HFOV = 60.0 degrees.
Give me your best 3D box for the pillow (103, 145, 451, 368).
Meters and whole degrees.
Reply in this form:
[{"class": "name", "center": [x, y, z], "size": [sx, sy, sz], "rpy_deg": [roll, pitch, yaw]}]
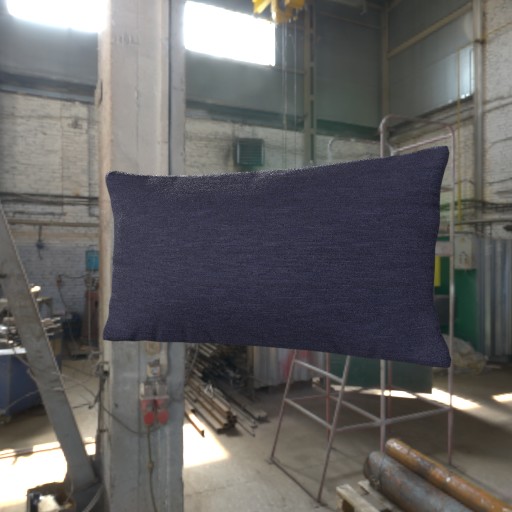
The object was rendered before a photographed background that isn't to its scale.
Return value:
[{"class": "pillow", "center": [0.000, 0.000, 0.785], "size": [0.633, 0.338, 0.210], "rpy_deg": [0, 0, 20]}]
